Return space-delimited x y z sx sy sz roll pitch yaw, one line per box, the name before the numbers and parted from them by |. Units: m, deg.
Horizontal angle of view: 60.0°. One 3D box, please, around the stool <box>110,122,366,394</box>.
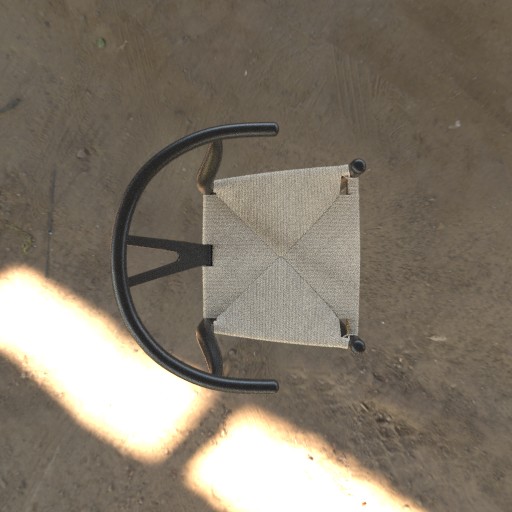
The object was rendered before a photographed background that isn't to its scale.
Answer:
stool | 0.000 0.000 1.355 0.579 0.970 0.569 0 91 0
